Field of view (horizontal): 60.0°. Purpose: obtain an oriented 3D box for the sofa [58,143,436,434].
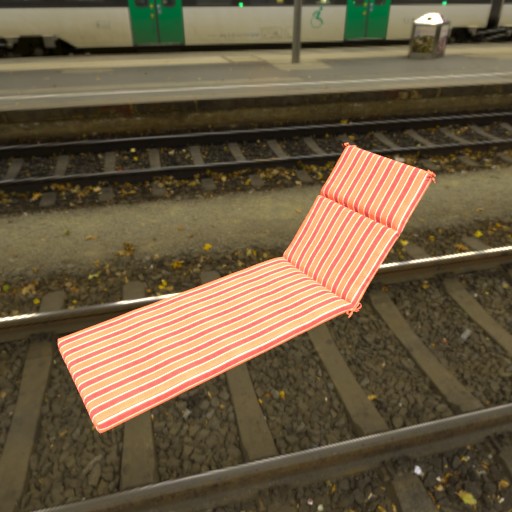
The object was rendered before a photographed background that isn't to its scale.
[{"bbox_3d":[0.000,0.000,1.935,1.663,0.622,0.582,-20,36,-30],"label":"sofa"}]
